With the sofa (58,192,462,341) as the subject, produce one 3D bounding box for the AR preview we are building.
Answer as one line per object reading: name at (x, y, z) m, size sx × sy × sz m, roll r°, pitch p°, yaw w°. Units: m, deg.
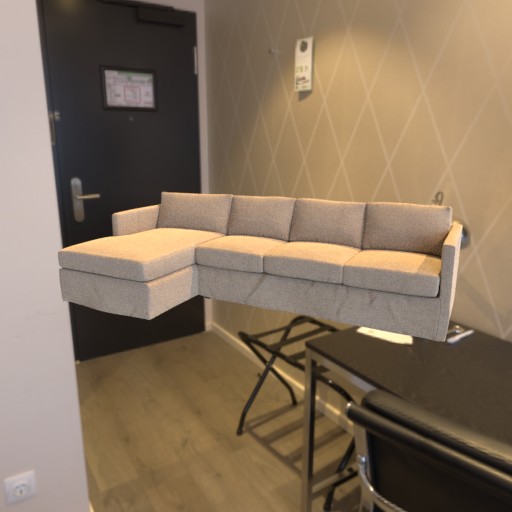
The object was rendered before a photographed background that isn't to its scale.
sofa at (0.000, 0.000, 3.891) m, size 3.198 × 0.920 × 1.638 m, roll 7°, pitch 16°, yaw 26°
